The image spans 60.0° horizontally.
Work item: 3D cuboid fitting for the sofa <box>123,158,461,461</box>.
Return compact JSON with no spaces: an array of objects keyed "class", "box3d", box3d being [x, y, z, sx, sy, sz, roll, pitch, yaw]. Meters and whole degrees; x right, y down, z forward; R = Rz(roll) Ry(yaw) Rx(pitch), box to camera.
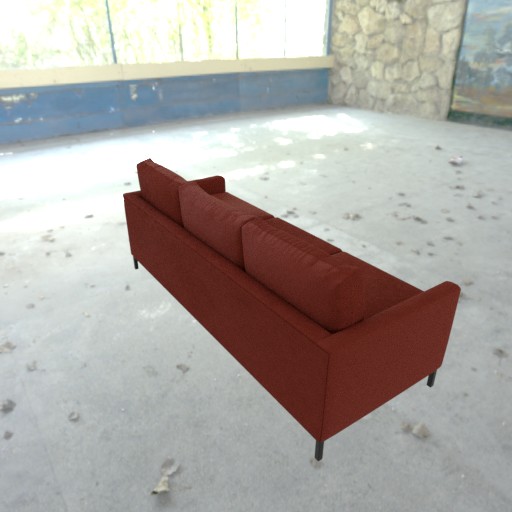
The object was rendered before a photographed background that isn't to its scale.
[{"class":"sofa","box3d":[0.000,0.000,2.765,0.875,0.879,2.252,-17,32,-31]}]
